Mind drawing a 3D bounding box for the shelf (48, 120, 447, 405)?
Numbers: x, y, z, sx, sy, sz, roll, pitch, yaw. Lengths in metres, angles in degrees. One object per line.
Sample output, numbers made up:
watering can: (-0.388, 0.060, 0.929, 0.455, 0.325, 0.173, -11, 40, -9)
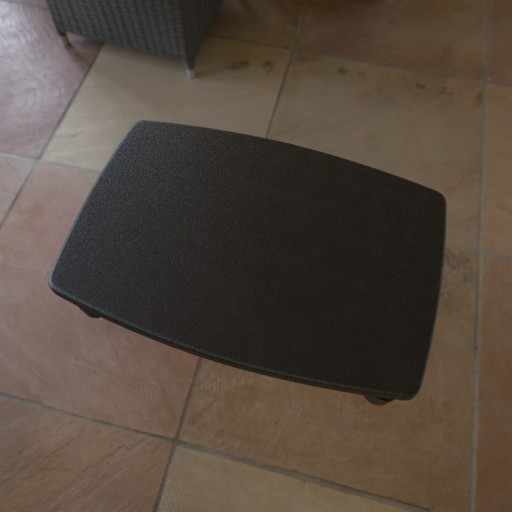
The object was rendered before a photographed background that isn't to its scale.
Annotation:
shelf: (0.000, 0.000, 0.533, 0.410, 0.100, 0.280, 15, 65, 7)
